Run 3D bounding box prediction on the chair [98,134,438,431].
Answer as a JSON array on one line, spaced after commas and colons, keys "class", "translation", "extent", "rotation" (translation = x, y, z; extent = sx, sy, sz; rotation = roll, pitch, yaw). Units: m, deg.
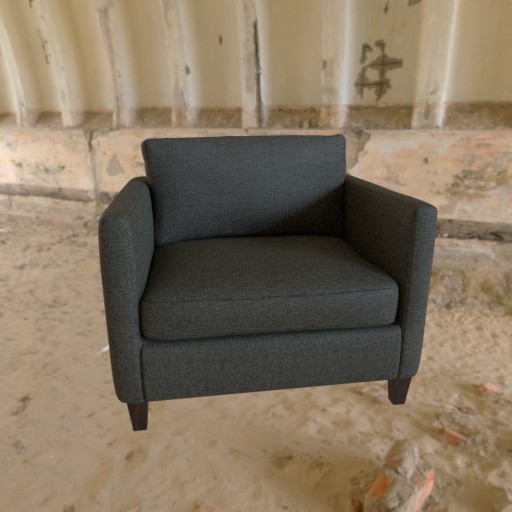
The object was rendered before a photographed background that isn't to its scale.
[{"class": "chair", "translation": [0.000, 0.000, 1.858], "extent": [1.107, 0.963, 0.959], "rotation": [-3, 18, -8]}]
